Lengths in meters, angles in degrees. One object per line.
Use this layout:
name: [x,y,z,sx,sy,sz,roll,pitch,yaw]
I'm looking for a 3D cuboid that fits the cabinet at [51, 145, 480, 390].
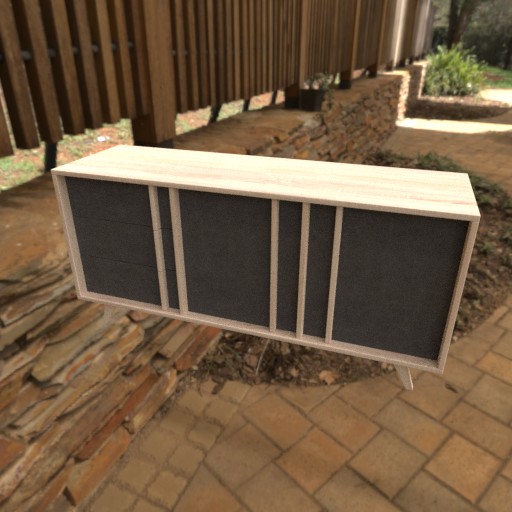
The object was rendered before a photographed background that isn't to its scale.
cabinet: [0.000,0.000,2.005,1.650,0.780,0.500,9,28,17]
